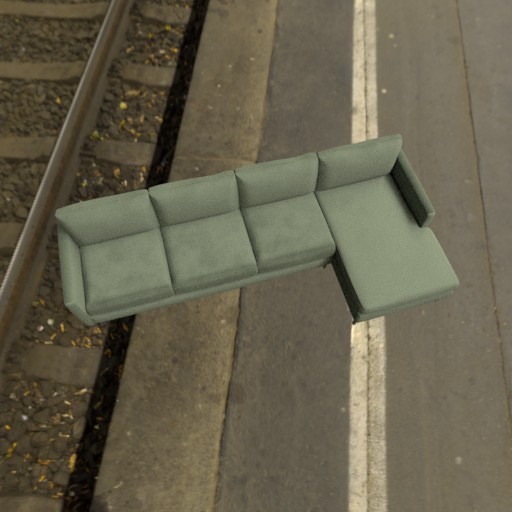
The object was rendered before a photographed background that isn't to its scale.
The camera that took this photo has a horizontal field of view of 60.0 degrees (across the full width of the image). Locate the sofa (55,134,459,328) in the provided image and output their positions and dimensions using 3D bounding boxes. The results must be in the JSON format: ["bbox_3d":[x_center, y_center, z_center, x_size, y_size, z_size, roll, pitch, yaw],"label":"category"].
[{"bbox_3d":[0.000,0.000,3.278,2.725,0.756,1.255,-14,64,-7],"label":"sofa"}]
